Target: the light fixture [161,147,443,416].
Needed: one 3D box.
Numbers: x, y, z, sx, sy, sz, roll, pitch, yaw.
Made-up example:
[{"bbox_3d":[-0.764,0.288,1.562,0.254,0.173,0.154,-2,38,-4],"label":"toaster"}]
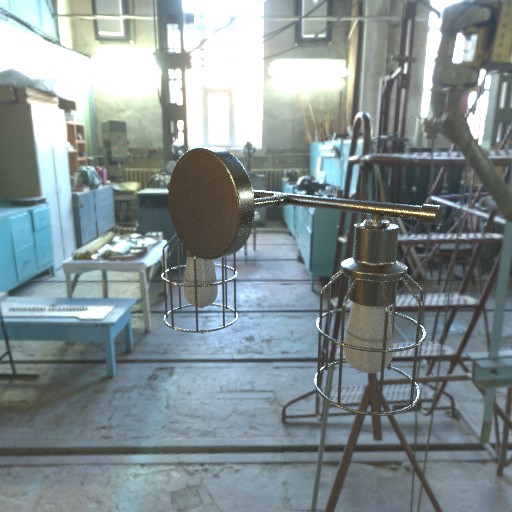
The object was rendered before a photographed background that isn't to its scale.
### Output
[{"bbox_3d":[0.000,0.000,0.533,0.406,0.254,0.165,13,19,42],"label":"light fixture"}]
